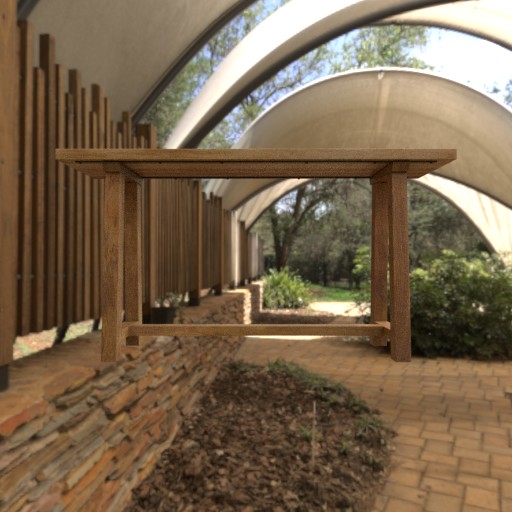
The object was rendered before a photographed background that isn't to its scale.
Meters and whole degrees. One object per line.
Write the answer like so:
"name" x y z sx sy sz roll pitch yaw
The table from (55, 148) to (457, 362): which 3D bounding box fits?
"table" 0.000 0.000 1.881 1.524 0.810 0.405 0 -1 0
